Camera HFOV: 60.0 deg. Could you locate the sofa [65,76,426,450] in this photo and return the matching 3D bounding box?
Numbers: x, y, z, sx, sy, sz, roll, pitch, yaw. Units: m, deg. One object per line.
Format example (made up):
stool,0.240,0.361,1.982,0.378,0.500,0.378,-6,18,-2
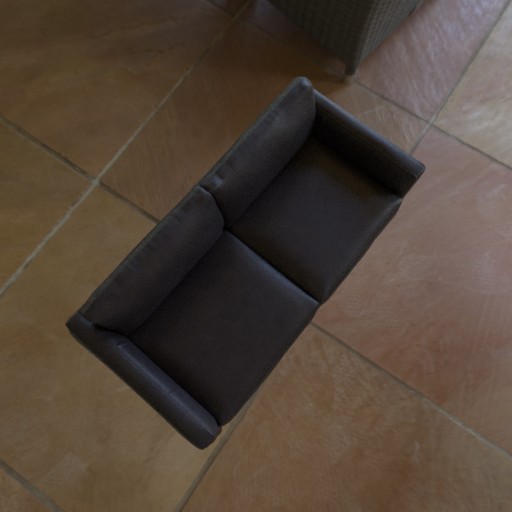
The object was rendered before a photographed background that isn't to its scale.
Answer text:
sofa,0.000,0.000,2.387,0.947,0.883,1.805,36,77,10
